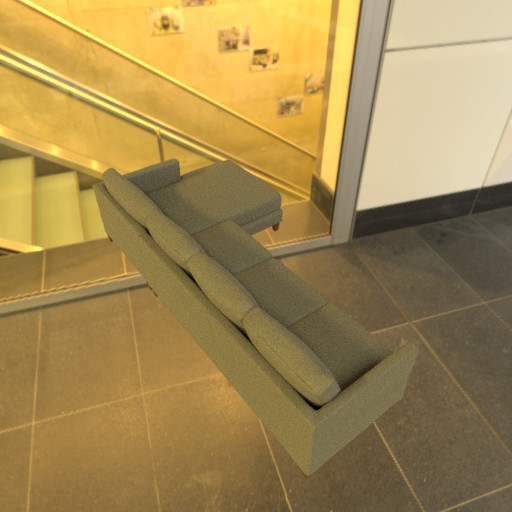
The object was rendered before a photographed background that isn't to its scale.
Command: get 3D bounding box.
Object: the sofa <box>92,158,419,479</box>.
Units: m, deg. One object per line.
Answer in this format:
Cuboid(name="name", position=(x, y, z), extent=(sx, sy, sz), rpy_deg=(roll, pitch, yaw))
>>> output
Cuboid(name="sofa", position=(0.000, 0.000, 3.880), extent=(1.625, 0.861, 3.186), rpy_deg=(-26, 47, -27))
